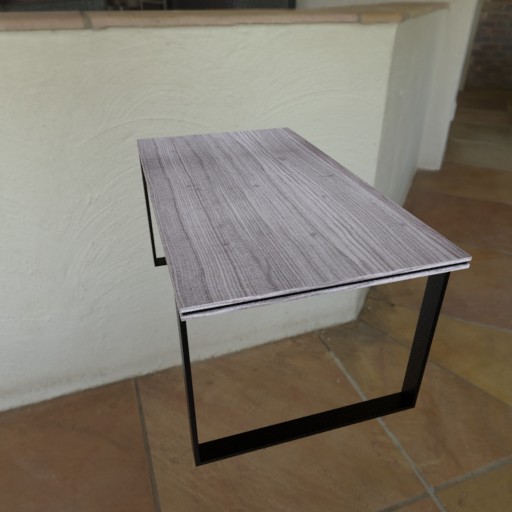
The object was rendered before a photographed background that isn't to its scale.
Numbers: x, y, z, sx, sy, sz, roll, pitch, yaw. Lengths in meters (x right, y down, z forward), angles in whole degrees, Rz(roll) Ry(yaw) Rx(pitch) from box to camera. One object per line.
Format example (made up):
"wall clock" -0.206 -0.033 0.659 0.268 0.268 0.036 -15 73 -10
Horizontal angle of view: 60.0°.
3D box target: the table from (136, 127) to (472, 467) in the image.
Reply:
"table" 0.000 0.000 2.063 0.881 0.736 1.579 -9 32 -15
